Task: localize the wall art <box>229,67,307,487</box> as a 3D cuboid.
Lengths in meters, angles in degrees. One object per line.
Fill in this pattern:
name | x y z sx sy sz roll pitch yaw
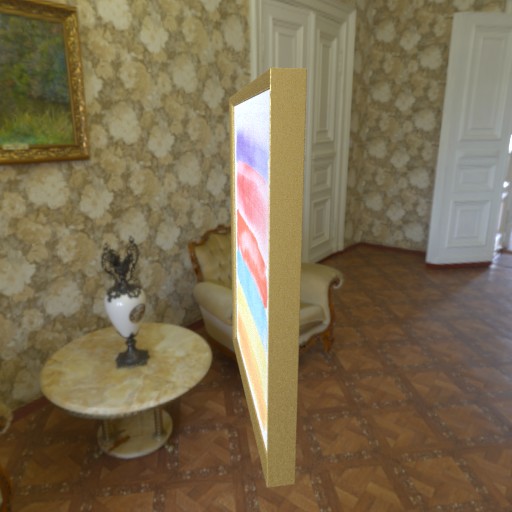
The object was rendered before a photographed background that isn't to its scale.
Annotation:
wall art | 0.000 0.000 0.901 0.048 0.642 0.537 -2 16 -9
